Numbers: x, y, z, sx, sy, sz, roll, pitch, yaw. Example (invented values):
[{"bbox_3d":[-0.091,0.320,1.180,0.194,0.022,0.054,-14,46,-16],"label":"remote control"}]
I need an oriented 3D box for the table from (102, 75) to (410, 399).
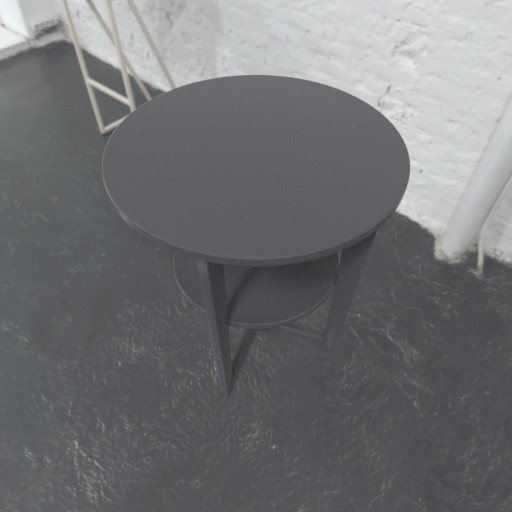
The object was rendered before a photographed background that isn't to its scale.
[{"bbox_3d":[0.000,0.000,0.940,0.500,0.550,0.500,0,48,0],"label":"table"}]
